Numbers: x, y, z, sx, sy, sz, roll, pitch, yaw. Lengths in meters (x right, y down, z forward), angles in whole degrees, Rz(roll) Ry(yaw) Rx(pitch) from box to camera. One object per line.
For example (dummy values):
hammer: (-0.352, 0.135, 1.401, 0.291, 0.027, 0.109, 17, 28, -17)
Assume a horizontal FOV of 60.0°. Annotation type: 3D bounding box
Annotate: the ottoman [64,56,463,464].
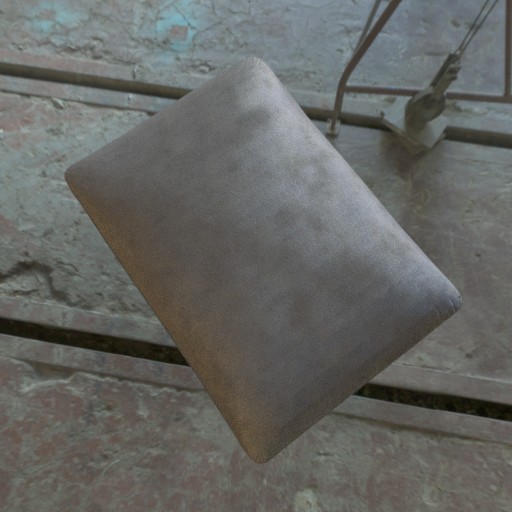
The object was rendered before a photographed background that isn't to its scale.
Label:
ottoman: (0.000, 0.000, 1.055, 0.520, 0.456, 0.719, -35, 78, -9)
